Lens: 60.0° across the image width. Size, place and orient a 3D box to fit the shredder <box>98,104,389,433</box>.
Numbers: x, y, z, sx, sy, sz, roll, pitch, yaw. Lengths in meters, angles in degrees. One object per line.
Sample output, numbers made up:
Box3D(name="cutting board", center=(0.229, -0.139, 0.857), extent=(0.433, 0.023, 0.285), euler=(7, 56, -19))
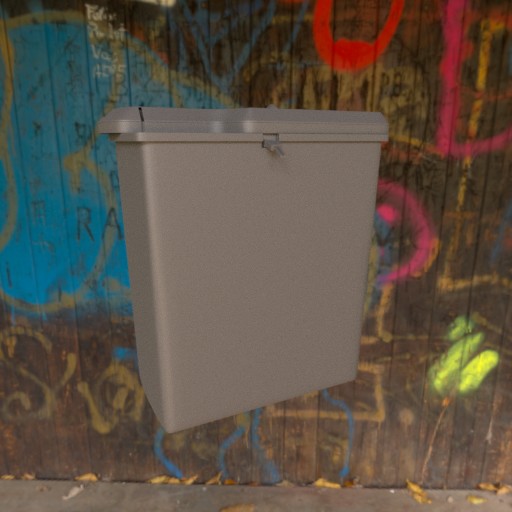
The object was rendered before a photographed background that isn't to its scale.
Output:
Box3D(name="shredder", center=(0.000, 0.000, 0.522), extent=(0.320, 0.335, 0.170), euler=(-7, 16, -26))
